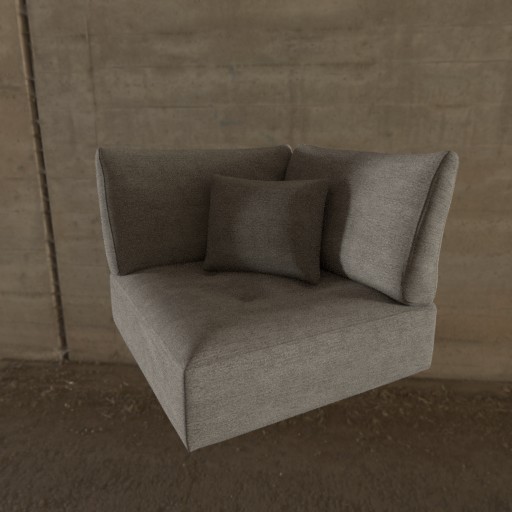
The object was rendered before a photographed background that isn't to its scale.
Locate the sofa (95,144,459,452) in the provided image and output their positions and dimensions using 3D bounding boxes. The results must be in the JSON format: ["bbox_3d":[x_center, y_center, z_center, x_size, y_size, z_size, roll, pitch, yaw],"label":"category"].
[{"bbox_3d":[0.000,0.000,1.724,1.000,0.820,1.000,-8,18,-27],"label":"sofa"}]
